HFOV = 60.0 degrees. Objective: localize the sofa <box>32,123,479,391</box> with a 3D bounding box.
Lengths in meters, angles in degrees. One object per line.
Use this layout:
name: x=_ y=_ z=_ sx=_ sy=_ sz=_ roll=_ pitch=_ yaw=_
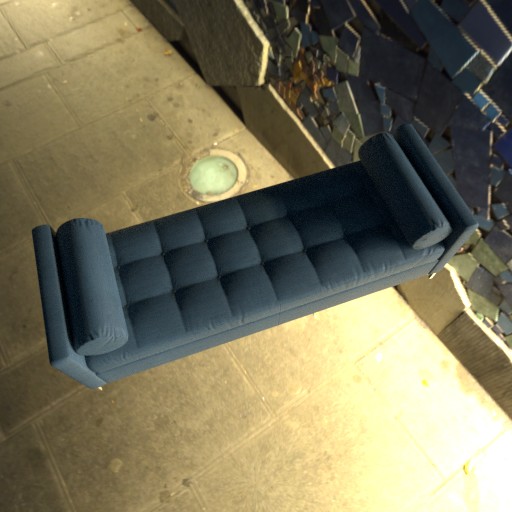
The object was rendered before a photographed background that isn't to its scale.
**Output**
sofa: x=0.000 y=0.000 z=2.323 sx=1.981 sy=0.635 sz=0.686 roll=-17 pitch=64 yaw=-9
